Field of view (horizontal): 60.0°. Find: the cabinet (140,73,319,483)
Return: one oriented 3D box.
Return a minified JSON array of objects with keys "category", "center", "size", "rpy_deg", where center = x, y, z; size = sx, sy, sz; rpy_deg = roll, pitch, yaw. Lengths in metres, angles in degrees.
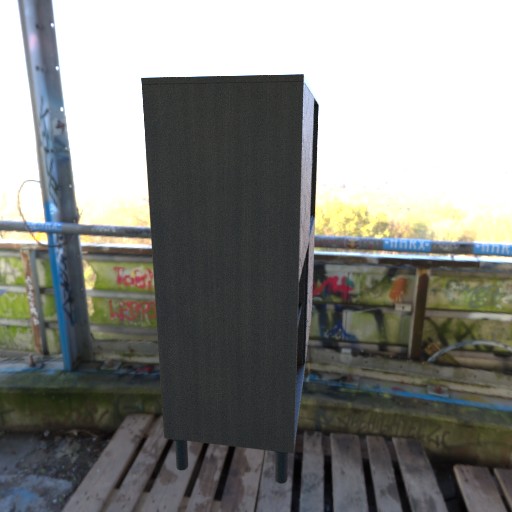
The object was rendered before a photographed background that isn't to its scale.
[{"category":"cabinet","center":[0.000,0.000,1.690],"size":[0.400,1.170,1.010],"rpy_deg":[3,16,9]}]
